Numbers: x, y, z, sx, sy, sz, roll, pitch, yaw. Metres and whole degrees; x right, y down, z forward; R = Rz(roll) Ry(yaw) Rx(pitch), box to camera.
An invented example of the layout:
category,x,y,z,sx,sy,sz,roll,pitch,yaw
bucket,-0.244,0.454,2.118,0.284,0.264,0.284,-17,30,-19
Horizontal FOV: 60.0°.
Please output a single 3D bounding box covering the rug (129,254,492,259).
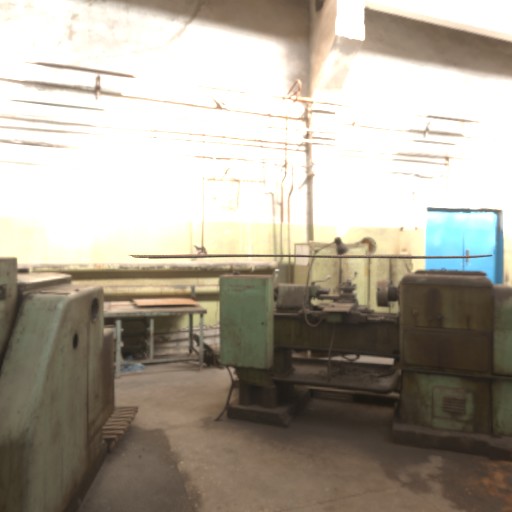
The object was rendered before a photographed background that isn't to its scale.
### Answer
category,x,y,z,sx,sy,sz,roll,pitch,yaw
rug,0.000,0.000,2.292,1.220,0.017,1.835,0,0,-18
